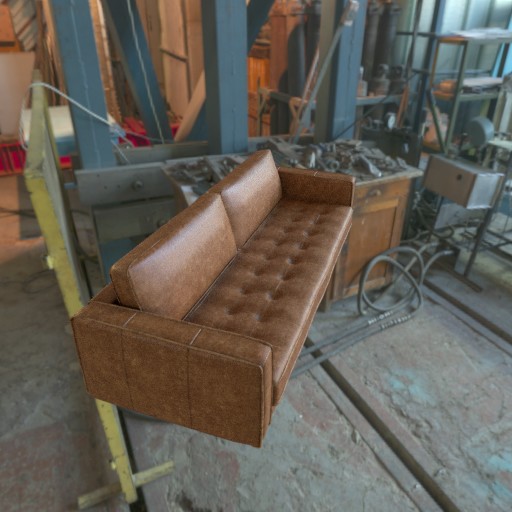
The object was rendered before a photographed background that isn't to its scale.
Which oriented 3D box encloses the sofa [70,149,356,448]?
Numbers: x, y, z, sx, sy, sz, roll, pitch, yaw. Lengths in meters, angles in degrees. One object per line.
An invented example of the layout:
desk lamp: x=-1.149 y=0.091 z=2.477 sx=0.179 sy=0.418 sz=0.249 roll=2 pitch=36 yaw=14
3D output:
sofa: x=0.000 y=0.000 z=2.672 sx=0.886 sy=0.779 sz=2.199 roll=10 pitch=31 yaw=17
